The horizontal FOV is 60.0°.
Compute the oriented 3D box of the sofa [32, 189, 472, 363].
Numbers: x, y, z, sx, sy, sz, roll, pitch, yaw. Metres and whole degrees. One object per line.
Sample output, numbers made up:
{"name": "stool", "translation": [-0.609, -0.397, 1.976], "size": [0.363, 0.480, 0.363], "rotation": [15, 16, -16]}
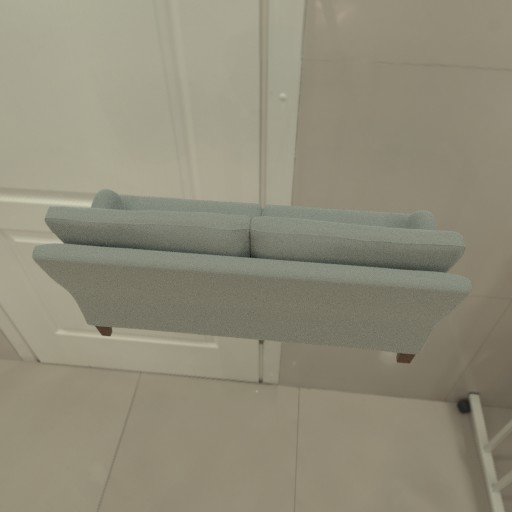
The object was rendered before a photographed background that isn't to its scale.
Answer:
{"name": "sofa", "translation": [0.000, 0.000, 2.778], "size": [2.193, 1.096, 1.069], "rotation": [4, 46, 4]}
